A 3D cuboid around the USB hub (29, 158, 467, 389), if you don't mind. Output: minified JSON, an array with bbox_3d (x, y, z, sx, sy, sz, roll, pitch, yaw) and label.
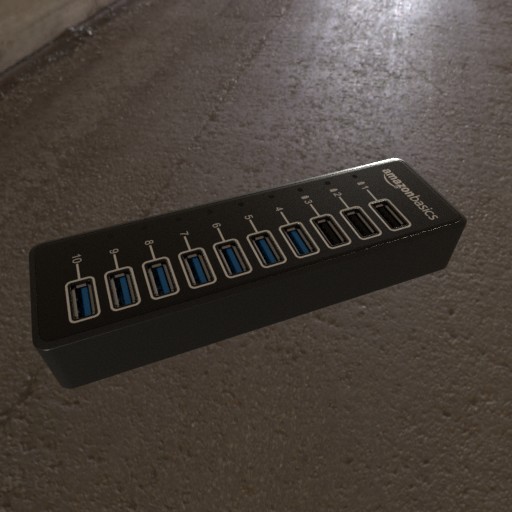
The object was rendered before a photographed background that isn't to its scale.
[{"bbox_3d":[0.000,0.000,0.158,0.145,0.023,0.044,-16,48,-14],"label":"USB hub"}]
